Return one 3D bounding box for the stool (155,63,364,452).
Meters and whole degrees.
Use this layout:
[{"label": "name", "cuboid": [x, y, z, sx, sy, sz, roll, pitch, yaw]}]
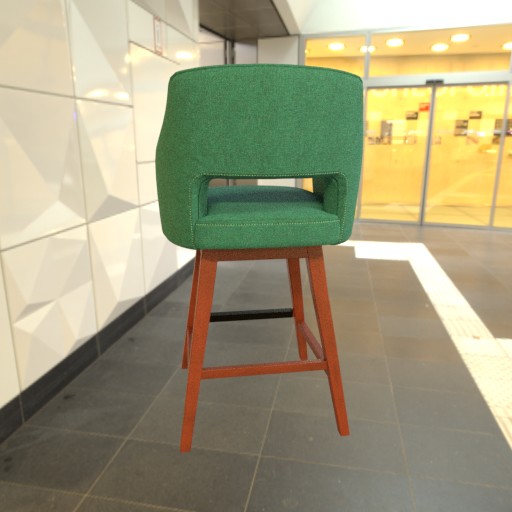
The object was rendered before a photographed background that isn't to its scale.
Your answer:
[{"label": "stool", "cuboid": [0.000, 0.000, 1.293, 0.548, 0.961, 0.556, -2, 15, -8]}]
